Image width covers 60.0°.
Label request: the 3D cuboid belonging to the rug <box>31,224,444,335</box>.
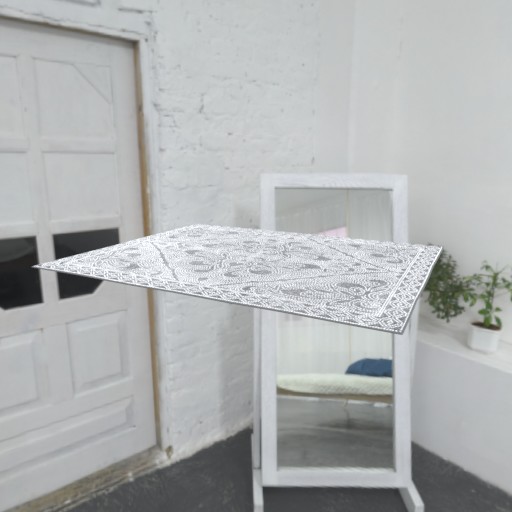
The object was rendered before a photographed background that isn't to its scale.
[{"bbox_3d":[0.000,0.000,4.111,3.048,0.012,2.438,7,16,27],"label":"rug"}]
